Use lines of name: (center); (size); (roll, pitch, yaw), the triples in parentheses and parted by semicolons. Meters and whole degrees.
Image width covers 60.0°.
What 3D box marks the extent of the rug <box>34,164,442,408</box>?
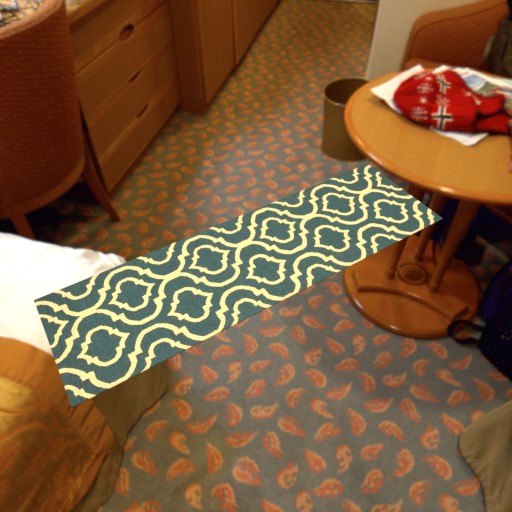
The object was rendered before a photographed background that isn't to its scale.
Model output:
rug: (0.000, 0.000, 2.525); (2.296, 0.006, 0.685); (-24, 51, -21)
